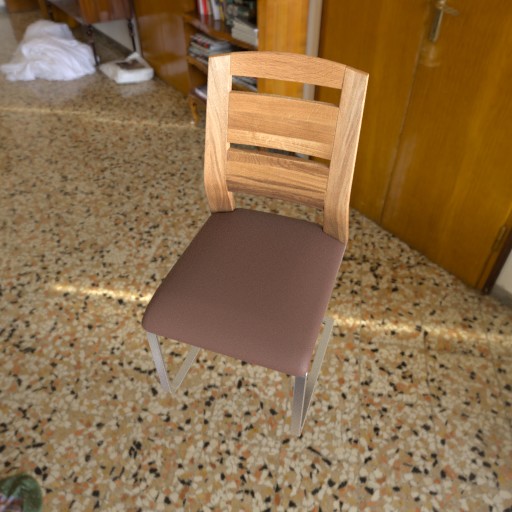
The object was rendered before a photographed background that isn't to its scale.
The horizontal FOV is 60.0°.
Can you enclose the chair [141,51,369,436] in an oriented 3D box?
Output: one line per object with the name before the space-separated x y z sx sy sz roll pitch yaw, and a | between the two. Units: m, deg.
chair | 0.000 0.000 1.268 0.460 0.970 0.570 13 43 15
